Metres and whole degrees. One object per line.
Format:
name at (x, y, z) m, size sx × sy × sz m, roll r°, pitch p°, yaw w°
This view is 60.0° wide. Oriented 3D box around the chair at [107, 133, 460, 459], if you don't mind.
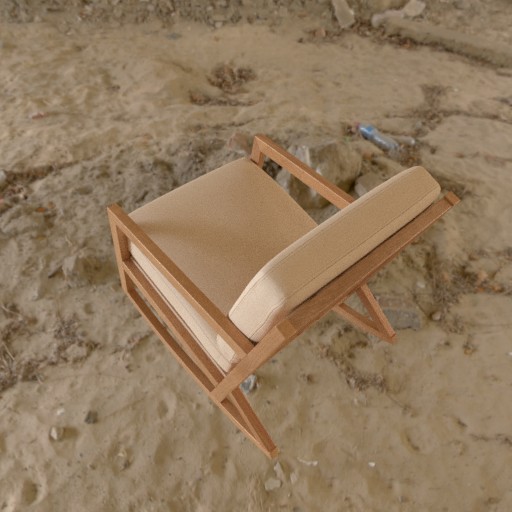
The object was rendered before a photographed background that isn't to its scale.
chair at (0.000, 0.000, 1.428) m, size 0.622 × 0.790 × 0.857 m, roll -33°, pitch 54°, yaw -28°
